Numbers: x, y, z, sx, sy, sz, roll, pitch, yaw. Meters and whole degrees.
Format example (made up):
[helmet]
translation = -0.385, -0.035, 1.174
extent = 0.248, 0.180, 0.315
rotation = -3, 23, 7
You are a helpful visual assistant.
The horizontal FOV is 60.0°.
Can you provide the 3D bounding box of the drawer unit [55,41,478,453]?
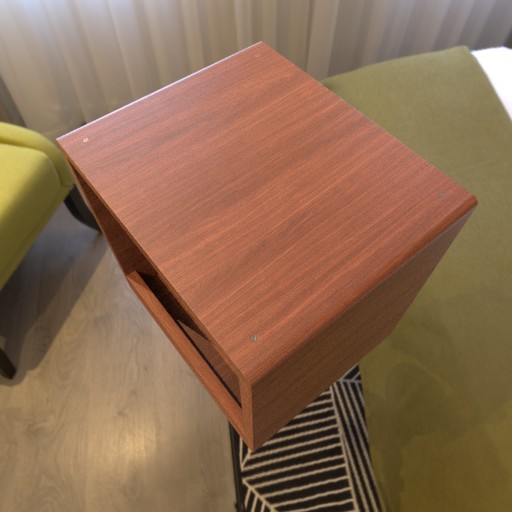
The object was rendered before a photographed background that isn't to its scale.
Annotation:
[drawer unit]
translation = 0.000, 0.000, 0.611
extent = 0.290, 0.351, 0.349
rotation = -34, 64, -19
